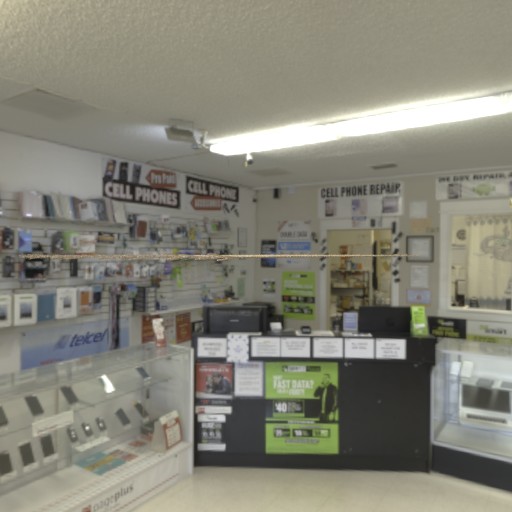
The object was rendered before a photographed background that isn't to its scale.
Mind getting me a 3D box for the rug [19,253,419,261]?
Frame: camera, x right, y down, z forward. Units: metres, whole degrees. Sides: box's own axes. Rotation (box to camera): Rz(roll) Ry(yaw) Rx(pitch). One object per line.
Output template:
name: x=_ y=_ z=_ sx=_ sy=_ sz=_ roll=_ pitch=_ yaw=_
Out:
rug: x=0.000 y=0.000 z=3.078 sx=1.528 sy=0.034 sz=2.523 roll=0 pitch=0 yaw=36
